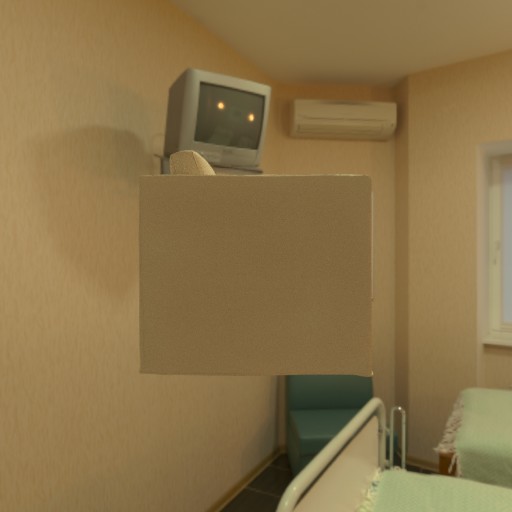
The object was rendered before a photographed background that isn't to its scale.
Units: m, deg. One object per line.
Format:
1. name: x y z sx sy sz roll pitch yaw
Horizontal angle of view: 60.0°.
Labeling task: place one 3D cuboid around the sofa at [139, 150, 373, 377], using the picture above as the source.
1. sofa: 0.000 0.000 3.236 1.036 0.999 2.779 0 0 0
